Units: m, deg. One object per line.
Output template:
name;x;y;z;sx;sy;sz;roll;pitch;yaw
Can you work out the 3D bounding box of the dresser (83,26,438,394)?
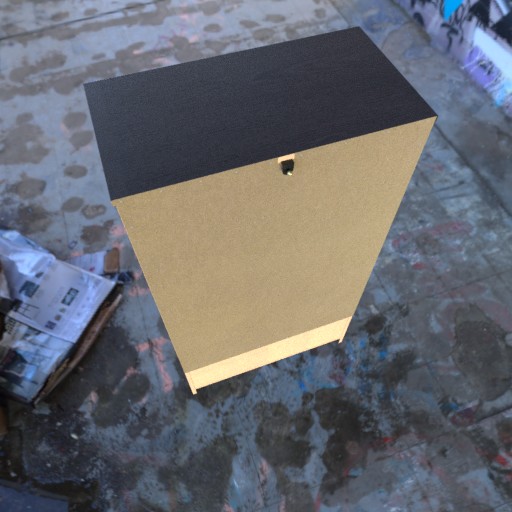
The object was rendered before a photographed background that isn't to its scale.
dresser;0.000;0.000;1.504;0.704;1.254;0.418;-17;58;-11
